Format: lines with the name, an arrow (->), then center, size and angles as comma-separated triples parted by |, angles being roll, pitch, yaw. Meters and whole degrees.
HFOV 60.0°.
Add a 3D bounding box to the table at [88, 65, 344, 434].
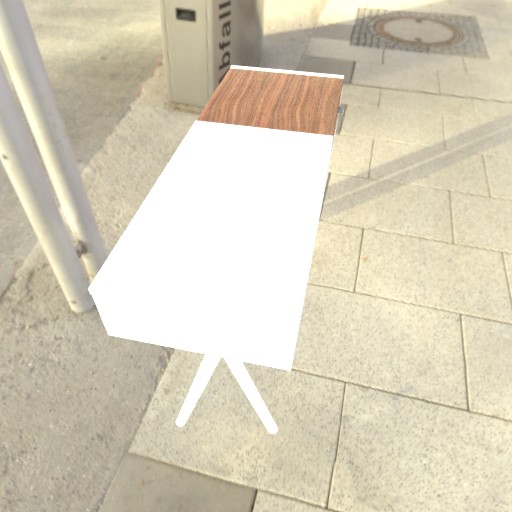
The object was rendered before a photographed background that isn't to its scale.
table -> 0.000, 0.000, 1.456 | 0.418, 0.785, 1.066 | 9, 46, 9
